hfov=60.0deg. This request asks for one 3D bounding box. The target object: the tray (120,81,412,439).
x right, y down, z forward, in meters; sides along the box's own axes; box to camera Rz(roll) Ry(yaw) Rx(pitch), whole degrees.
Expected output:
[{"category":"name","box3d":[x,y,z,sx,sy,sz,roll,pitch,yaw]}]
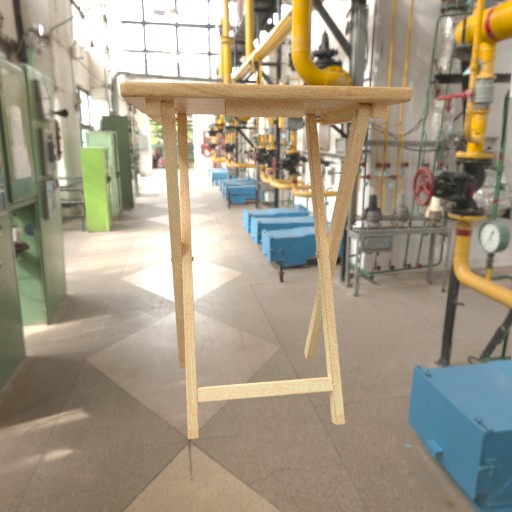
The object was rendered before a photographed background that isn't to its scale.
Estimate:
[{"category":"tray","box3d":[0.000,0.000,0.973,0.483,0.660,0.381,-2,14,-9]}]
